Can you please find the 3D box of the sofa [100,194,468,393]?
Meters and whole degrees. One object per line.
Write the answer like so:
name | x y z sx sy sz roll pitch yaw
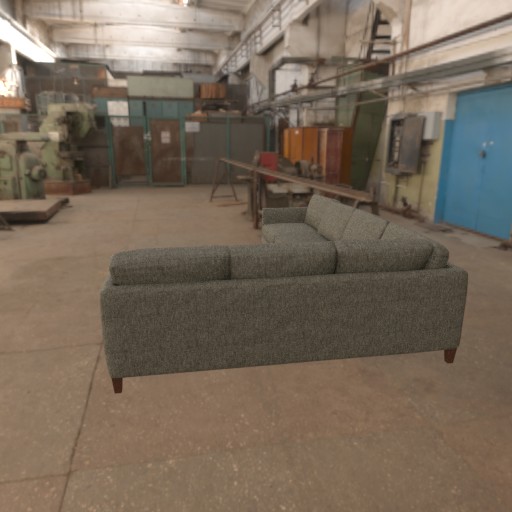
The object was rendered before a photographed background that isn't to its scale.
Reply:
sofa | 0.000 0.000 4.575 2.593 0.947 3.302 -3 15 -9
